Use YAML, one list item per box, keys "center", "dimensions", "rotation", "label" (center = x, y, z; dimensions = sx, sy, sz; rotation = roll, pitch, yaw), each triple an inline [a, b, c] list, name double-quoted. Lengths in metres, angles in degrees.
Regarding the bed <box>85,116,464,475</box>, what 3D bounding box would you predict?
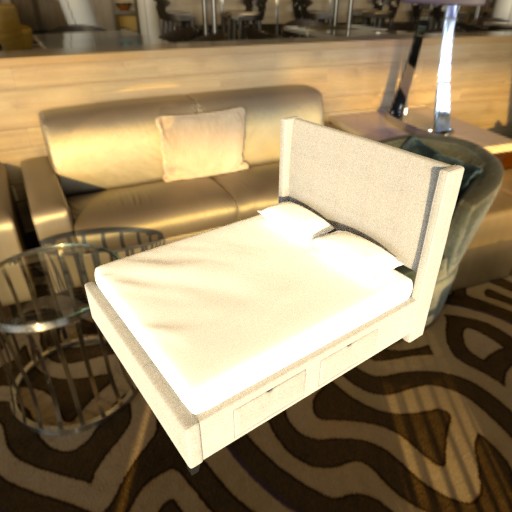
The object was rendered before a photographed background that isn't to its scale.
- center: [0.000, 0.000, 3.433]
  dimensions: [2.222, 1.491, 1.774]
  rotation: [-20, 37, -30]
  label: "bed"
